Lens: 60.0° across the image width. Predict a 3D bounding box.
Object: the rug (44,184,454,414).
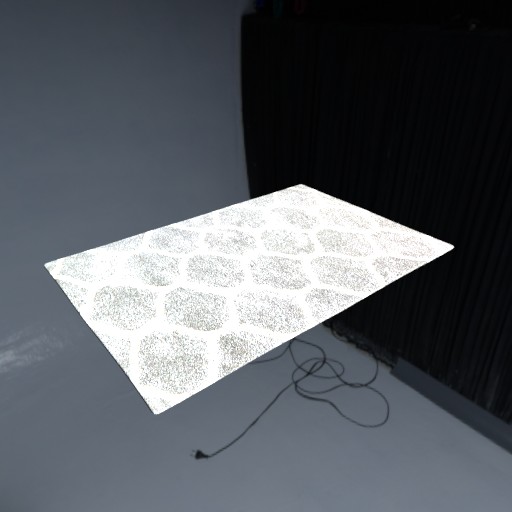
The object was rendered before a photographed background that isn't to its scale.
[{"bbox_3d":[0.000,0.000,3.484,2.701,0.026,1.801,-22,37,-33],"label":"rug"}]
